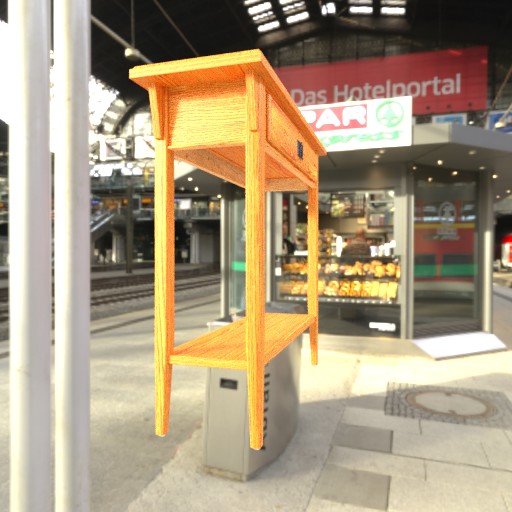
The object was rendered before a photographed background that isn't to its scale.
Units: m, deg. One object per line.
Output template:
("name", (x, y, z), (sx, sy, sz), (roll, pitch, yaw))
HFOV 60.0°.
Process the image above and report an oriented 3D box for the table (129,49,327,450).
("table", (0.000, 0.000, 1.149), (0.254, 0.711, 0.762), (0, 1, 17))
